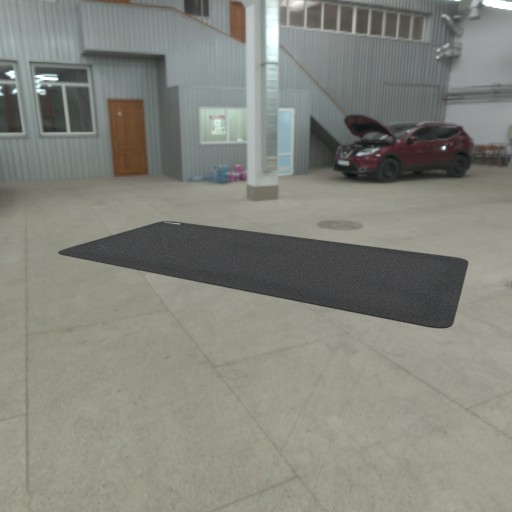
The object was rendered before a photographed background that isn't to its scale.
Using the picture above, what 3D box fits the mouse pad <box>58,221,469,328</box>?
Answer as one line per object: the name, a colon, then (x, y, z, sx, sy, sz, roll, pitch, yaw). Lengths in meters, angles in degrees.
mouse pad: (0.000, 0.000, 1.063, 0.907, 0.003, 0.424, 9, 19, 27)
